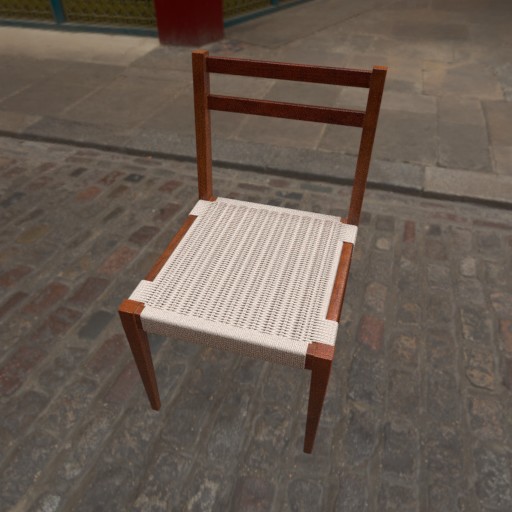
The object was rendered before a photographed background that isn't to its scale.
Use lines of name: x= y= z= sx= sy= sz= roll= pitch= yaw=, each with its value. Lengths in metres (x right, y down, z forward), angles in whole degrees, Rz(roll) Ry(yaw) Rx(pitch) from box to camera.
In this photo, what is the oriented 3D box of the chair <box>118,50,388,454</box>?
chair: x=0.000 y=0.000 z=1.175 sx=0.495 sy=0.851 sz=0.569 roll=11 pitch=41 yaw=13
